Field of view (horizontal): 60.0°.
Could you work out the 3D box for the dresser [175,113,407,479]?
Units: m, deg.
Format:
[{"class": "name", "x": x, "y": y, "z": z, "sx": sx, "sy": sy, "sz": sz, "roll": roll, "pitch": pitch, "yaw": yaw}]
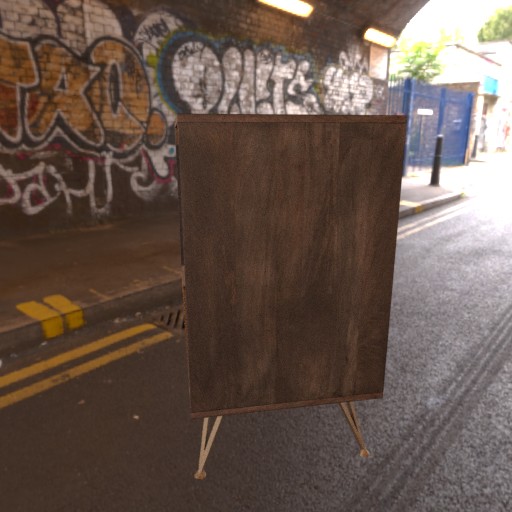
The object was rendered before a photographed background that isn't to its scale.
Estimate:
[{"class": "dresser", "x": 0.000, "y": 0.000, "z": 1.374, "sx": 0.453, "sy": 0.801, "sz": 0.923, "roll": -3, "pitch": 16, "yaw": -10}]
